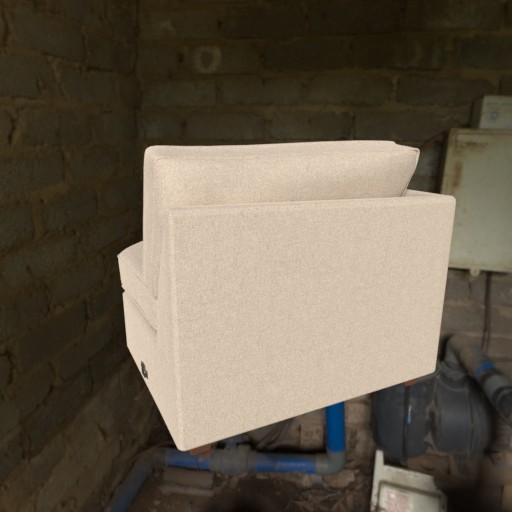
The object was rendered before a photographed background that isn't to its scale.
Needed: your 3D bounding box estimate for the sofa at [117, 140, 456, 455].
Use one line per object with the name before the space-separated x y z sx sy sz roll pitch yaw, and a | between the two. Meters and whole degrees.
sofa | 0.000 0.000 1.836 1.042 0.937 1.050 -8 18 -25
